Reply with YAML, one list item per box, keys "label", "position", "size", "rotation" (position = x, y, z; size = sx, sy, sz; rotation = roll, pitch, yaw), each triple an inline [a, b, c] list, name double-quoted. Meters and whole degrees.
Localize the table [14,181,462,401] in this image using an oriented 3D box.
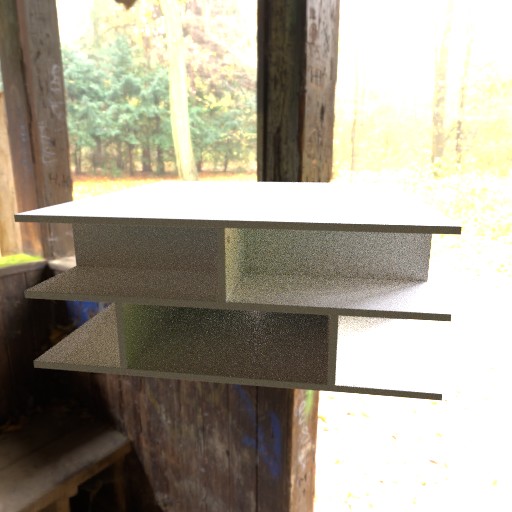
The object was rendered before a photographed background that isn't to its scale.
- label: "table"
  position: [0.000, 0.000, 1.049]
  size: [0.700, 0.289, 0.700]
  rotation: [2, 14, 9]
